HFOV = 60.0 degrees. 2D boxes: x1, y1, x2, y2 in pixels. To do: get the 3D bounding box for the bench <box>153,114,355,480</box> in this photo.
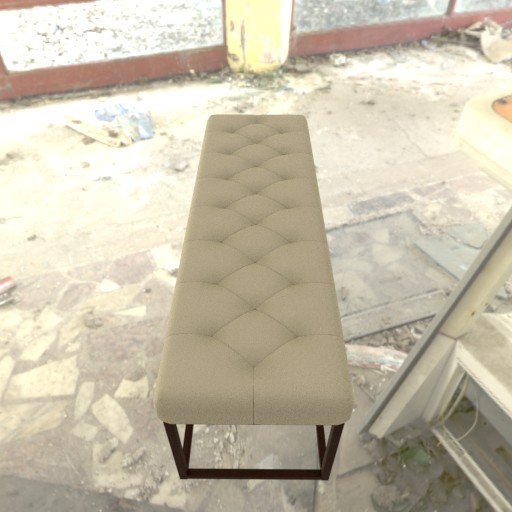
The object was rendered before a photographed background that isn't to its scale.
[{"bbox_3d":[0.000,0.000,1.707,0.479,0.488,1.488,0,43,0],"label":"bench"}]
